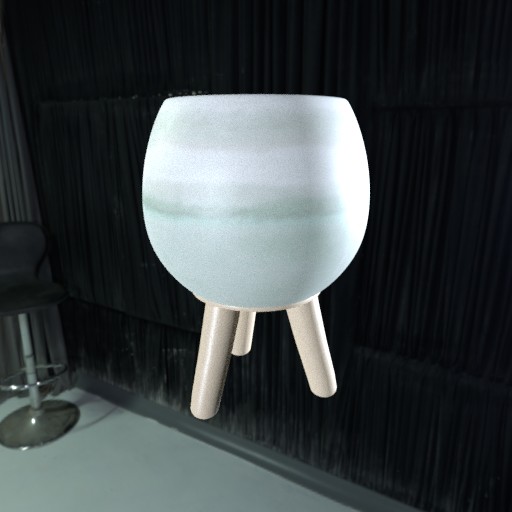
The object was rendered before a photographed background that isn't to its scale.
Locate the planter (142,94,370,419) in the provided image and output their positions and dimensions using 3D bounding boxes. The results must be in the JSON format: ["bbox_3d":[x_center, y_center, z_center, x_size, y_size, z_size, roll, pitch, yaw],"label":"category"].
[{"bbox_3d":[0.000,0.000,0.337,0.161,0.224,0.161,0,16,0],"label":"planter"}]
